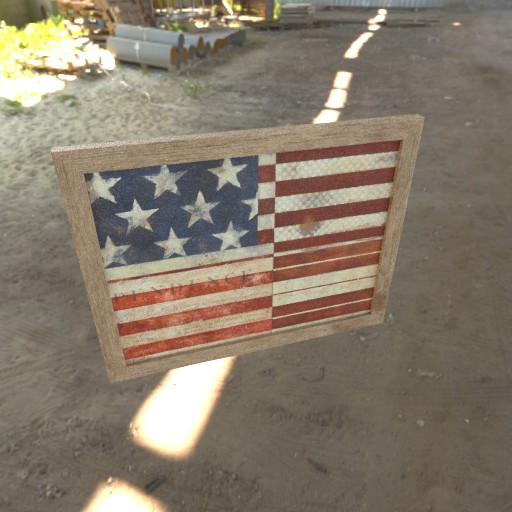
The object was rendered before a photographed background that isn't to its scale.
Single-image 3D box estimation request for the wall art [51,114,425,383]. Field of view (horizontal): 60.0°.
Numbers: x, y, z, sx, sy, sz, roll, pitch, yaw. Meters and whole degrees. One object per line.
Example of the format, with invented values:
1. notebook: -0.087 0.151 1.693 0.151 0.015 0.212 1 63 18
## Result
1. wall art: 0.000 0.000 0.943 0.690 0.535 0.026 -9 34 -14
